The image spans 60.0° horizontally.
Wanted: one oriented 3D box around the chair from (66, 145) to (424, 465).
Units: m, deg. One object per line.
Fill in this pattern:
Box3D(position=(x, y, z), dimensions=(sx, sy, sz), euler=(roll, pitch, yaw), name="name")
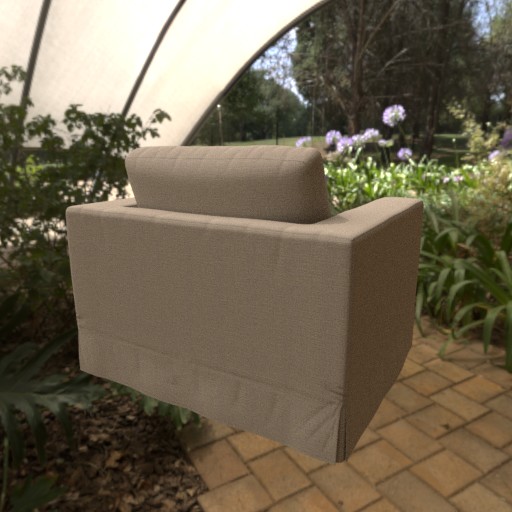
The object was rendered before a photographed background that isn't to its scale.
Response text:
Box3D(position=(0.000, 0.000, 1.808), dimensions=(1.150, 0.878, 0.957), euler=(8, 16, 29), name="chair")
